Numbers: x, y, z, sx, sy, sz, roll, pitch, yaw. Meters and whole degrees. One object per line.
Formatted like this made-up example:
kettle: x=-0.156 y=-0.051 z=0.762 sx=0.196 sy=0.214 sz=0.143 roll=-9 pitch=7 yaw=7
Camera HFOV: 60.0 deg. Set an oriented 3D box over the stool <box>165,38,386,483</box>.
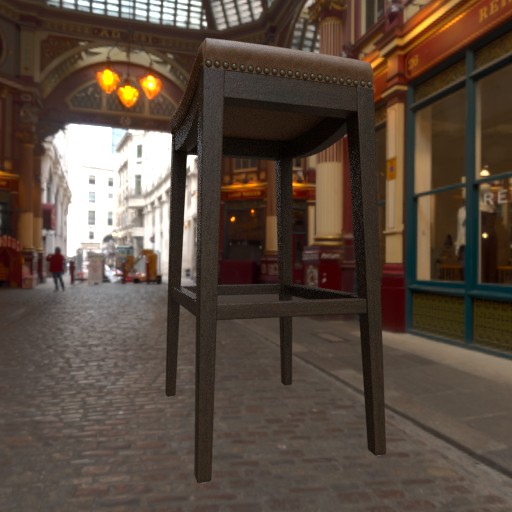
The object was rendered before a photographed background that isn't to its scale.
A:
stool: x=0.000 y=0.000 z=1.022 sx=0.361 sy=0.759 sz=0.500 roll=0 pitch=0 yaw=-17
